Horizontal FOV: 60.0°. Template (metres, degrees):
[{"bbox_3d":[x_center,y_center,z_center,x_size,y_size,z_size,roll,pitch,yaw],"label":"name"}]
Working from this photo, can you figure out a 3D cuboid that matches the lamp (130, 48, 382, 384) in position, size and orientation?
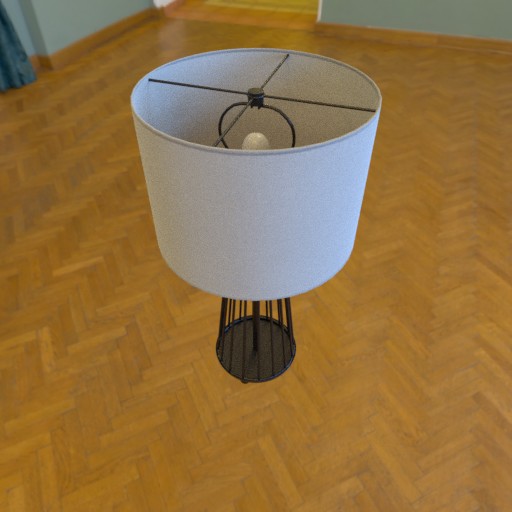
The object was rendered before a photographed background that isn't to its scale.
[{"bbox_3d":[0.000,0.000,0.779,0.322,0.593,0.322,13,44,13],"label":"lamp"}]
